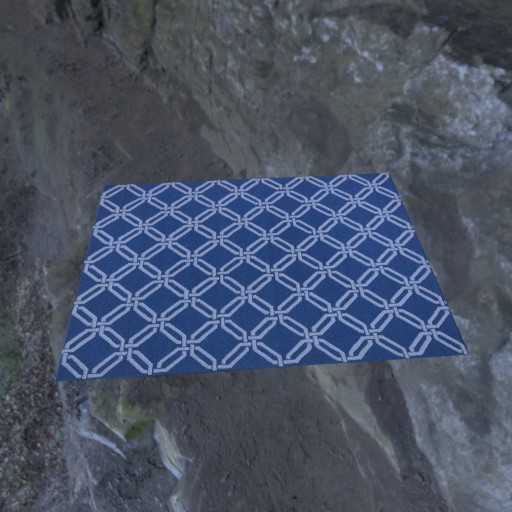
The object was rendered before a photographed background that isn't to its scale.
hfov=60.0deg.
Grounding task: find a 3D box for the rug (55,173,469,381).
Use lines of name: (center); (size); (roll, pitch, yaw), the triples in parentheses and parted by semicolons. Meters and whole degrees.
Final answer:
rug: (0.000, 0.000, 4.372); (3.342, 0.018, 2.432); (-3, 48, -3)
